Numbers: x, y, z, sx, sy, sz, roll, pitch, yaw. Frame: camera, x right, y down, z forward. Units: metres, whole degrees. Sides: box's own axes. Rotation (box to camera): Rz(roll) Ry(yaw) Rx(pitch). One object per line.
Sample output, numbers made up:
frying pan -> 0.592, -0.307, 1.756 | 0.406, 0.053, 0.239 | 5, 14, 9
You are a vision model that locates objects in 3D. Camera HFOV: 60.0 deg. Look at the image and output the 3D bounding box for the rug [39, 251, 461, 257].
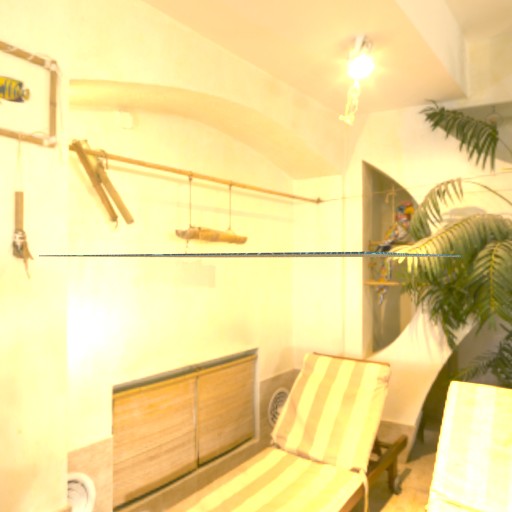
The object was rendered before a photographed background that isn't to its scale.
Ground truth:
rug -> 0.000, 0.000, 4.067 | 3.033, 0.012, 2.432 | 0, -1, 35
